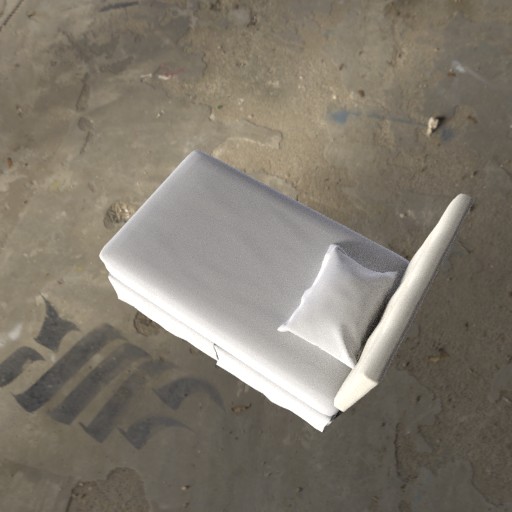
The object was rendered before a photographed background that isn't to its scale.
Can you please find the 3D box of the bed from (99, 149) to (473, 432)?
[{"bbox_3d":[0.000,0.000,3.007,1.997,1.571,1.261,30,67,14],"label":"bed"}]
